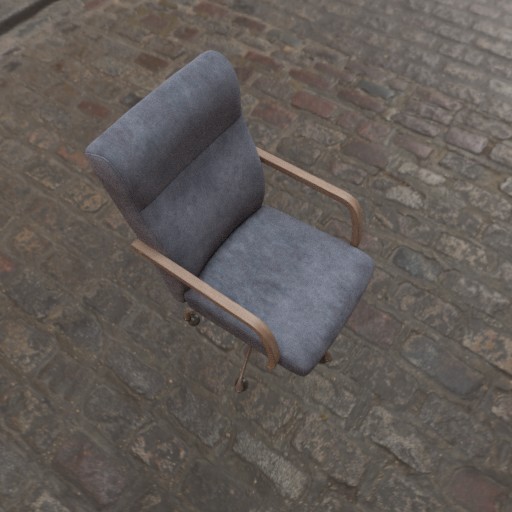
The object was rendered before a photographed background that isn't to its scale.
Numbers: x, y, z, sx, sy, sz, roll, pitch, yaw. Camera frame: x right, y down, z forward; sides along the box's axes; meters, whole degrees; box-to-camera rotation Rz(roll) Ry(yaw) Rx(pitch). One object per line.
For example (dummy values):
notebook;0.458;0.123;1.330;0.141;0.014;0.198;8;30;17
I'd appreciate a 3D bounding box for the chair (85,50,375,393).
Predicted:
chair;0.000;0.000;1.493;0.741;1.029;0.640;31;64;17
